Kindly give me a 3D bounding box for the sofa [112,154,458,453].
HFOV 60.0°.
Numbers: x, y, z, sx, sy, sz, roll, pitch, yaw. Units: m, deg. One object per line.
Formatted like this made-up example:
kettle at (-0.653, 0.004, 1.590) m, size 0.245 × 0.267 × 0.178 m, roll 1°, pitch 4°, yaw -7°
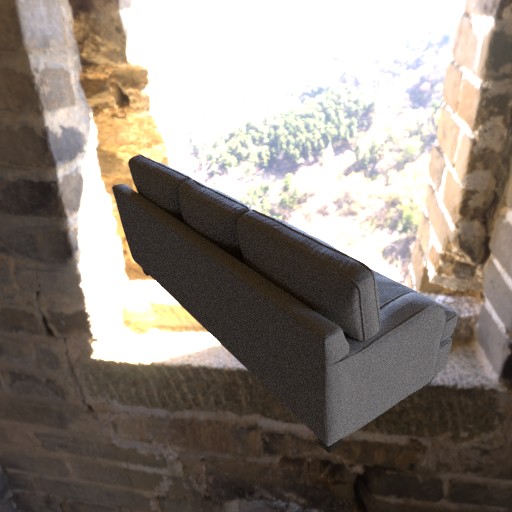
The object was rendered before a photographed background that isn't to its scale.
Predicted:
sofa at (0.000, 0.000, 2.872) m, size 1.016 × 0.997 × 2.323 m, roll -18°, pitch 32°, yaw -32°
